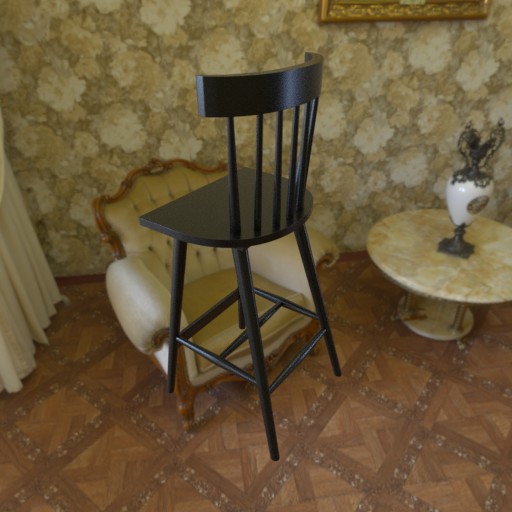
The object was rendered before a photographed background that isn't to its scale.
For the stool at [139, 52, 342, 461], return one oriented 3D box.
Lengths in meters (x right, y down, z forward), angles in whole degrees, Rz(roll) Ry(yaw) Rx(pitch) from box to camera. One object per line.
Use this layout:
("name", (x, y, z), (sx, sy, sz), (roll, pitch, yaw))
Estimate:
("stool", (0.000, 0.000, 1.347), (0.483, 1.092, 0.482), (21, 37, 30))
